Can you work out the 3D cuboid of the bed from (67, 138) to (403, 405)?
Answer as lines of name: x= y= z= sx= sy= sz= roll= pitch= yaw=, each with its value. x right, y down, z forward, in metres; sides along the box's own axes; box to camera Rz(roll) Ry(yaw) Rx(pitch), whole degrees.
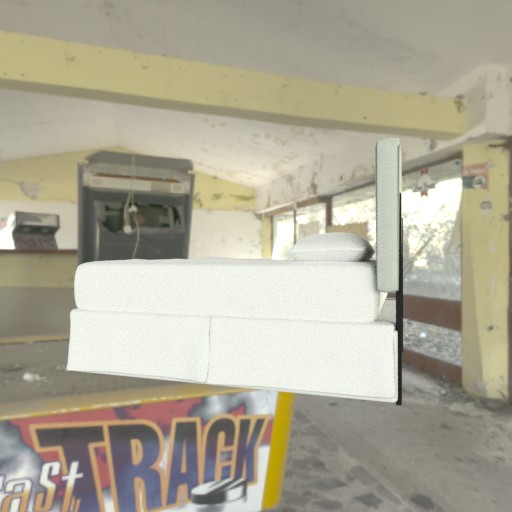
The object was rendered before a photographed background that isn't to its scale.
bed: x=0.000 y=0.000 z=3.475 sx=2.180 sy=1.607 sz=1.813 roll=0 pitch=0 yaw=19
